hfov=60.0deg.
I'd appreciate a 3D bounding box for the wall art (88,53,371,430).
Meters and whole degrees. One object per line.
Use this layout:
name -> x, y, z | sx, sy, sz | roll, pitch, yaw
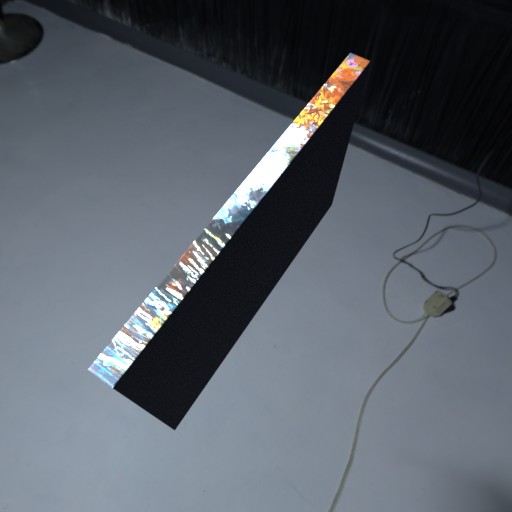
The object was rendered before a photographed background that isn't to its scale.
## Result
wall art -> 0.000, 0.000, 0.775 | 0.037, 0.406, 0.610 | 30, 67, 15
